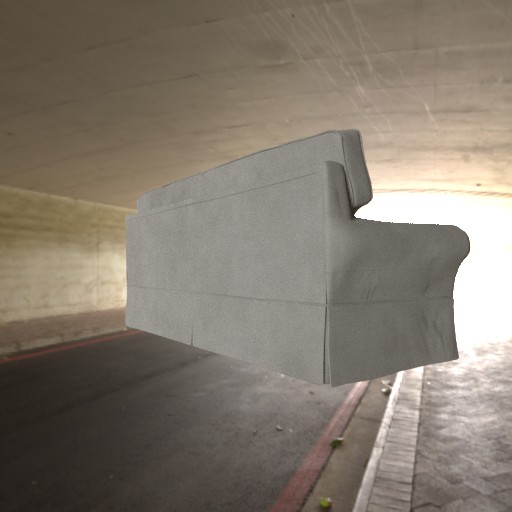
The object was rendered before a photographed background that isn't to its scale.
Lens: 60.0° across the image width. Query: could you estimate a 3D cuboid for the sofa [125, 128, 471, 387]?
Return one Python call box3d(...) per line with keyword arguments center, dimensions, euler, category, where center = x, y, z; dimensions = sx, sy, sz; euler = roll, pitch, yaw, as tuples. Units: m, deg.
box3d(center=(0.000, 0.000, 2.710), dimensions=(0.900, 1.014, 2.246), euler=(1, -2, -36), category="sofa")
